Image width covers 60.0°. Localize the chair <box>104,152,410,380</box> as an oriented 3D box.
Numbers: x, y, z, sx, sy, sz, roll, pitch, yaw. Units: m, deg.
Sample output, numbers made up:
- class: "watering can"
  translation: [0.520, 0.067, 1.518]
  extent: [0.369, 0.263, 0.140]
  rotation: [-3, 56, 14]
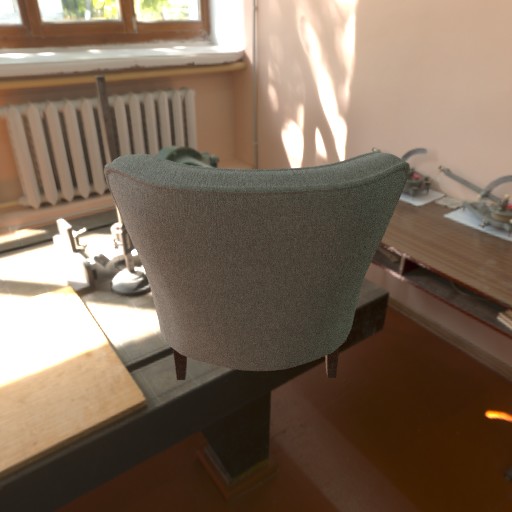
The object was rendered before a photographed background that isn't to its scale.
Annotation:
- class: "chair"
  translation: [0.000, 0.000, 1.618]
  extent: [0.820, 0.920, 0.910]
  rotation: [-1, 29, -1]
